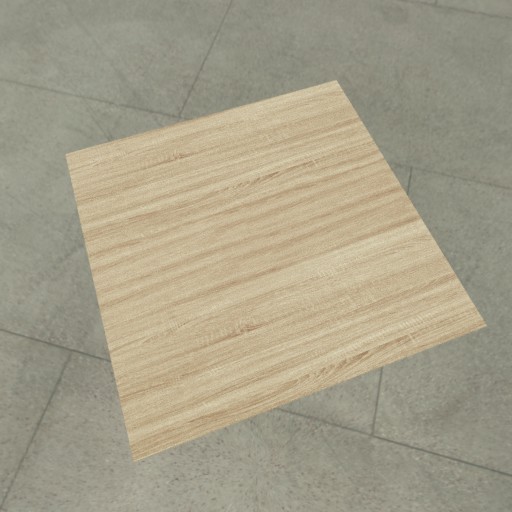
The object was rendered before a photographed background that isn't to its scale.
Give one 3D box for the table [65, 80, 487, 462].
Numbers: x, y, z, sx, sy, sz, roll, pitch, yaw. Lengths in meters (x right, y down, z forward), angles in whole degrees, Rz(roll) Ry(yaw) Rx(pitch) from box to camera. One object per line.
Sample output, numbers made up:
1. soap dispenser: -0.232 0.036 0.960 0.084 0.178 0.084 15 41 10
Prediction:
1. table: 0.000 0.000 1.347 0.890 0.305 0.890 -18 65 -9
